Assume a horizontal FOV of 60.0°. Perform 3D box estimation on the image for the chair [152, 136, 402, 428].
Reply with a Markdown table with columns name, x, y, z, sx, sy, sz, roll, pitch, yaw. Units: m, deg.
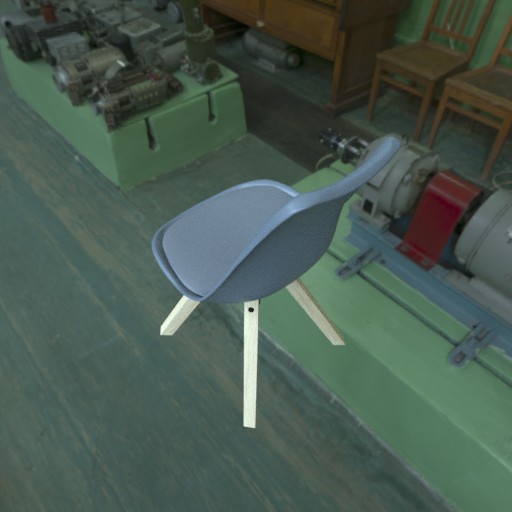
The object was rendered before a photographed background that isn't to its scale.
| name | x | y | z | sx | sy | sz | roll | pitch | yaw |
| --- | --- | --- | --- | --- | --- | --- | --- | --- | --- |
| chair | 0.000 | 0.000 | 1.201 | 0.485 | 0.850 | 0.550 | -34 | 56 | -28 |
